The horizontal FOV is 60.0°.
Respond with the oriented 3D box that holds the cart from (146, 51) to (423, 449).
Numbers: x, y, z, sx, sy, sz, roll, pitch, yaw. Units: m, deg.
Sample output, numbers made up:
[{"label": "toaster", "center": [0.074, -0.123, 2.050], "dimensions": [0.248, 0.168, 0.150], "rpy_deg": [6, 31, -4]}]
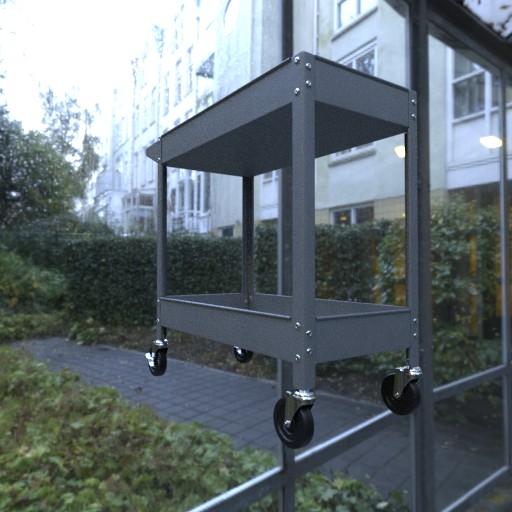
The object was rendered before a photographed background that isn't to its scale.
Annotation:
[{"label": "cart", "center": [0.000, 0.000, 1.186], "dimensions": [0.366, 0.719, 0.779], "rpy_deg": [1, -1, -35]}]
